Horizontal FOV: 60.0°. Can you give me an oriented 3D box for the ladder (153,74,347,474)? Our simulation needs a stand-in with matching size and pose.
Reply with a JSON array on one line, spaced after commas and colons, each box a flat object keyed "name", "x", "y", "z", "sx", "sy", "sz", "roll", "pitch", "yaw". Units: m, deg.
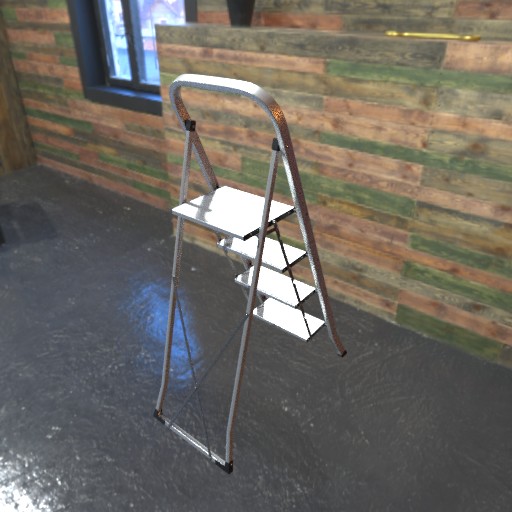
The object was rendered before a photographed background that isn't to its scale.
[{"name": "ladder", "x": 0.000, "y": 0.000, "z": 1.651, "sx": 0.465, "sy": 1.290, "sz": 0.830, "roll": 22, "pitch": 37, "yaw": 32}]
